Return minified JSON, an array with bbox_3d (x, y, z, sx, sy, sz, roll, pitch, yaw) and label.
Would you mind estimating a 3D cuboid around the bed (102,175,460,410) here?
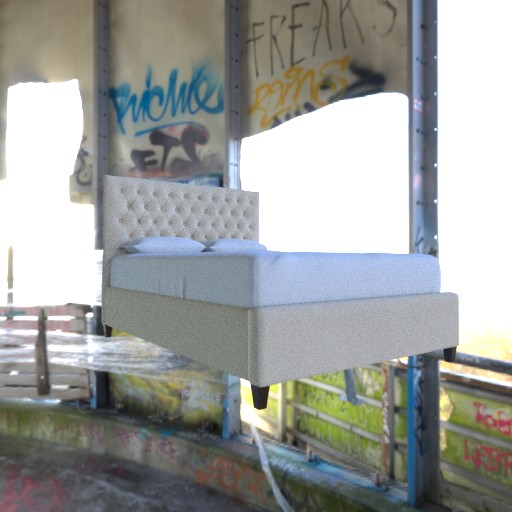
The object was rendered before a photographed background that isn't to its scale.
[{"bbox_3d":[0.000,0.000,3.453,1.698,1.427,2.387,0,0,-36],"label":"bed"}]
